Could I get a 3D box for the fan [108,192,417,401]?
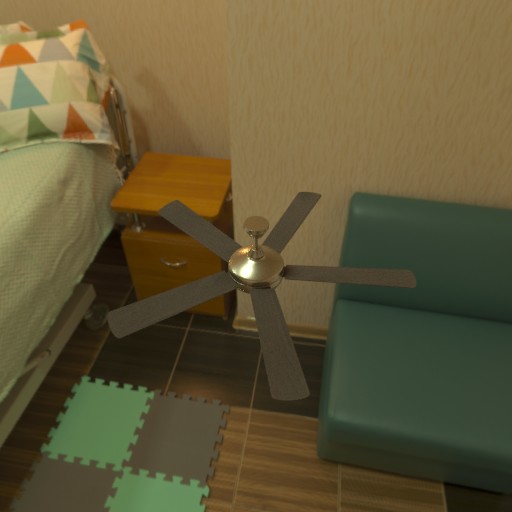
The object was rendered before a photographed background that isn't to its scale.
[{"bbox_3d":[0.000,0.000,1.950,1.321,0.356,1.321,-13,43,-15],"label":"fan"}]
